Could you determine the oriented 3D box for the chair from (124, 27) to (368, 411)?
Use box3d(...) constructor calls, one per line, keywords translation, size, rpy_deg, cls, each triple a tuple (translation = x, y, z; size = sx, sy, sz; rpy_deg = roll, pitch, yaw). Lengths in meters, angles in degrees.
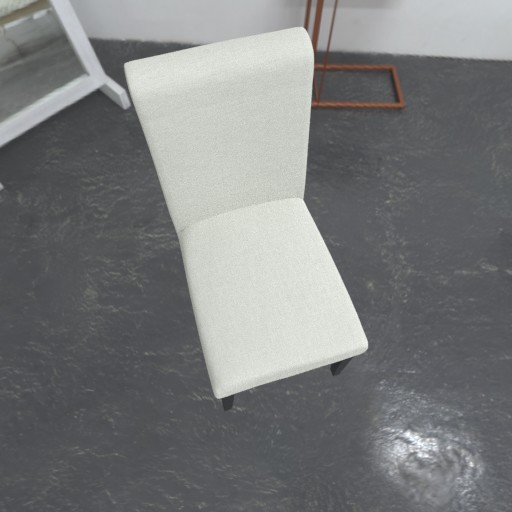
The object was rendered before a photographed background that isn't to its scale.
box3d(translation=(0.000, 0.000, 1.332), size=(0.452, 0.976, 0.708), rpy_deg=(-15, 64, -8), cls="chair")
